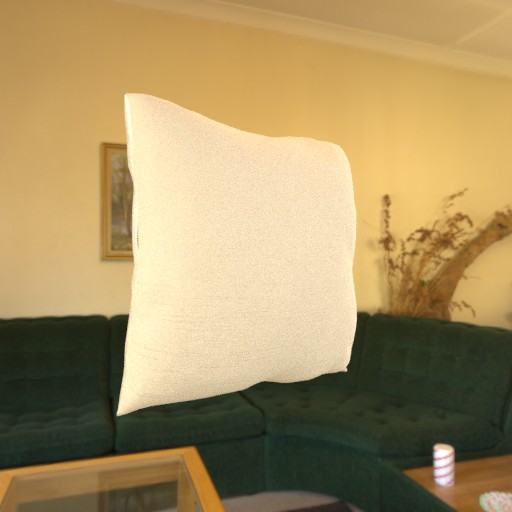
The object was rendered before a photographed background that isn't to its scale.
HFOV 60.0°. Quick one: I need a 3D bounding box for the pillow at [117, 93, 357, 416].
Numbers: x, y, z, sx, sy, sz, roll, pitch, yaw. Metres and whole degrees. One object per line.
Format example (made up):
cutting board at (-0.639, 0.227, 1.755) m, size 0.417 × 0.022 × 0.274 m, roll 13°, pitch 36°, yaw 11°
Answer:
pillow at (0.000, 0.000, 0.730) m, size 0.450 × 0.448 × 0.245 m, roll 1°, pitch -1°, yaw -36°
